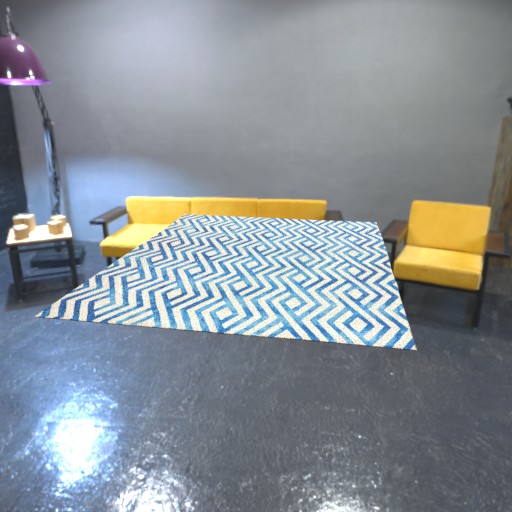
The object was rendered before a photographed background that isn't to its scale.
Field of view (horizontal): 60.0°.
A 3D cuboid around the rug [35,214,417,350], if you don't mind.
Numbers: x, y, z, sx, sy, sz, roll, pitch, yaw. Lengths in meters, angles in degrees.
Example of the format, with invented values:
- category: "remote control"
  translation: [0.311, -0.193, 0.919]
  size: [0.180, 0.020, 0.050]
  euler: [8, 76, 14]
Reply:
- category: "rug"
  translation: [0.000, 0.000, 4.177]
  size: [2.453, 0.008, 3.059]
  euler: [3, 19, 10]
